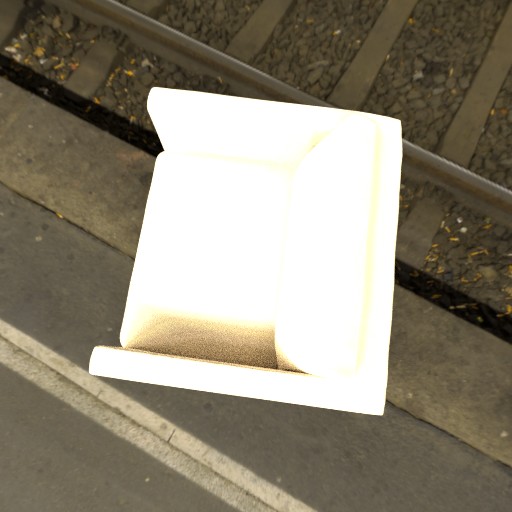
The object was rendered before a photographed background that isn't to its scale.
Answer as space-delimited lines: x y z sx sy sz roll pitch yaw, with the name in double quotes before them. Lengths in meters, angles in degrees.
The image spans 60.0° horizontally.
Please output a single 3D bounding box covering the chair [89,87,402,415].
"chair" 0.000 0.000 1.738 0.947 0.851 1.057 7 76 2
